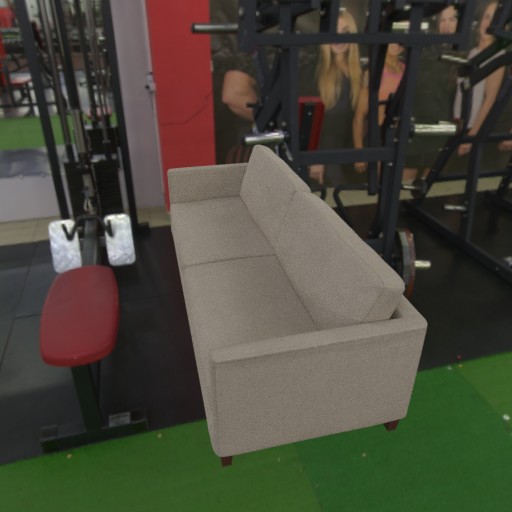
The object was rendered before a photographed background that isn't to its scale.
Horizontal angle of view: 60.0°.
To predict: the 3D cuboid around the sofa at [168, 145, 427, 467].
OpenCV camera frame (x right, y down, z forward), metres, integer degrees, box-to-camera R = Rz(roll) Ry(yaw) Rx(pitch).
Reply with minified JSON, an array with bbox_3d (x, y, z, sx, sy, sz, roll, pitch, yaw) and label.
[{"bbox_3d":[0.000,0.000,2.912,0.988,0.912,2.404,-7,30,-12],"label":"sofa"}]
